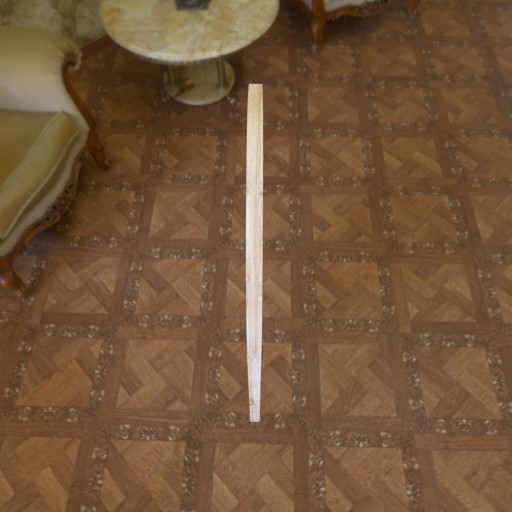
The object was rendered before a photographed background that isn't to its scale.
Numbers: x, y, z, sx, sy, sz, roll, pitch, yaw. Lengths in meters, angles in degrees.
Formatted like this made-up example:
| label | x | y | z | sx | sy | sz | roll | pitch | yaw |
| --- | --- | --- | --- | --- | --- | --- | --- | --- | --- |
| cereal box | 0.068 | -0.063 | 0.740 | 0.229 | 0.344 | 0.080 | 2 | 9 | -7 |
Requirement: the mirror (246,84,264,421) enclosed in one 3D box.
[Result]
| label | x | y | z | sx | sy | sz | roll | pitch | yaw |
| --- | --- | --- | --- | --- | --- | --- | --- | --- | --- |
| mirror | 0.000 | 0.000 | 1.189 | 0.032 | 0.920 | 0.660 | 0 | 58 | 0 |
